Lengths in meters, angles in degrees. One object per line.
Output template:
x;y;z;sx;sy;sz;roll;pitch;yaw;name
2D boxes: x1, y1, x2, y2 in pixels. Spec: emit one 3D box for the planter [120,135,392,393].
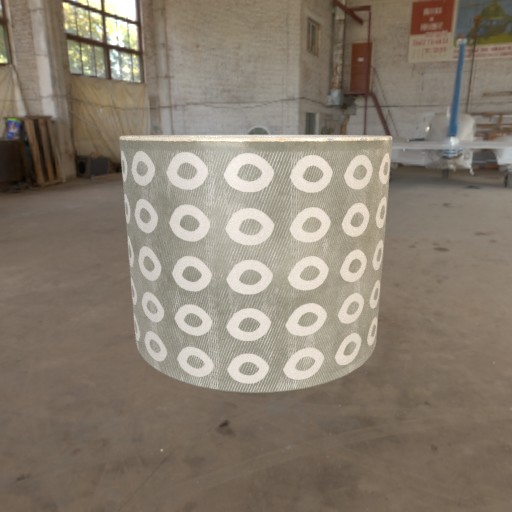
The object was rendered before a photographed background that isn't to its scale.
0.000;0.000;0.455;0.250;0.239;0.250;0;16;0;planter
